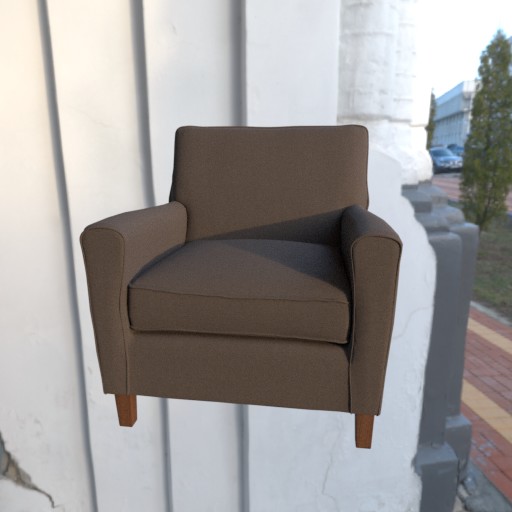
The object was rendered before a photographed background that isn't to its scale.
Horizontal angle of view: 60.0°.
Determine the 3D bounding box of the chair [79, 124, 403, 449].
[{"bbox_3d":[0.000,0.000,1.549,0.836,0.911,0.831,2,14,8],"label":"chair"}]
